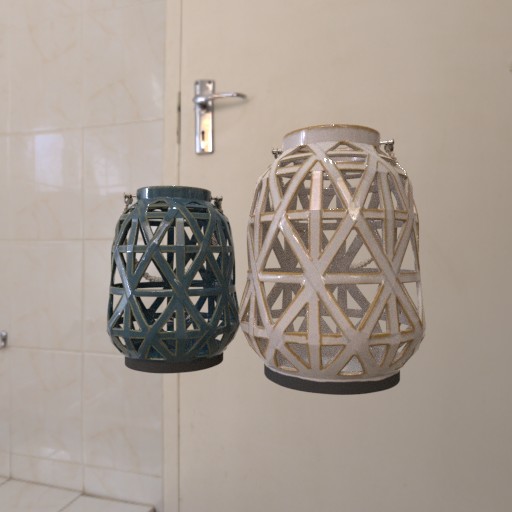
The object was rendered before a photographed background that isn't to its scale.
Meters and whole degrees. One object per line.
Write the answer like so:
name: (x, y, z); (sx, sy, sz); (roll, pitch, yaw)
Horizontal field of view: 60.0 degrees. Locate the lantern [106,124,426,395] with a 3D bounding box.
lantern: (0.000, 0.000, 0.616); (0.439, 0.307, 0.245); (0, 0, 18)
